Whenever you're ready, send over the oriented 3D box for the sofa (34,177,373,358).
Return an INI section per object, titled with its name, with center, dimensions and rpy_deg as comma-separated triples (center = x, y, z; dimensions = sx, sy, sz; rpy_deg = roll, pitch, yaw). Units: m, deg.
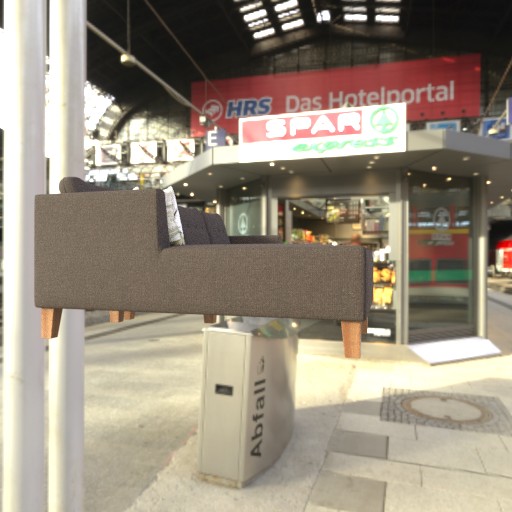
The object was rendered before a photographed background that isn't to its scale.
[sofa]
center = 0.000, 0.000, 3.481
dimensions = 1.829, 0.932, 2.679
rpy_deg = 0, 0, 17
